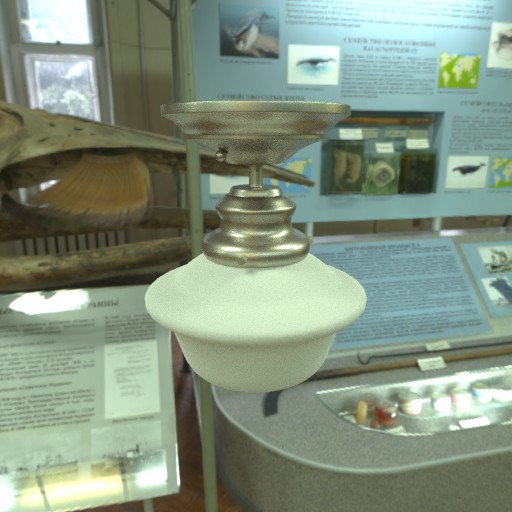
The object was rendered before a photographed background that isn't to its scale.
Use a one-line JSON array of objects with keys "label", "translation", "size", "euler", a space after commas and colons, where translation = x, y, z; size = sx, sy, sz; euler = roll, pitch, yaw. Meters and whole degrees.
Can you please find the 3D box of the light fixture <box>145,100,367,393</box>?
[{"label": "light fixture", "translation": [0.000, 0.000, 0.397], "size": [0.199, 0.254, 0.199], "euler": [0, 16, 0]}]
